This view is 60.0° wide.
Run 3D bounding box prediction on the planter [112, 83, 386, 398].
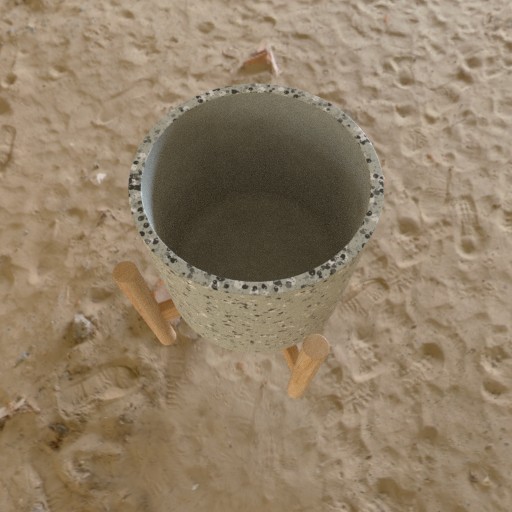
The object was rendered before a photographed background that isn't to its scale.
[{"bbox_3d":[0.000,0.000,0.531,0.284,0.320,0.284,0,64,0],"label":"planter"}]
